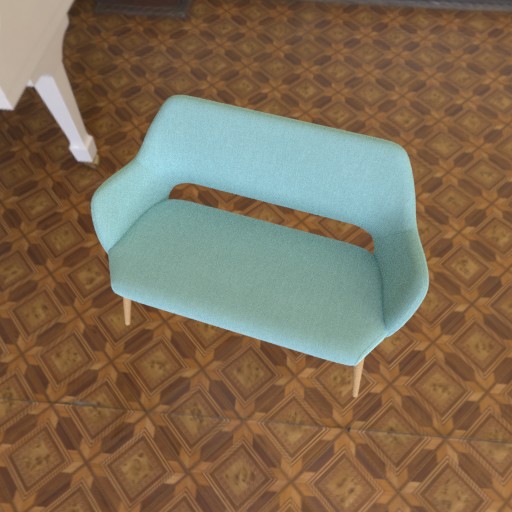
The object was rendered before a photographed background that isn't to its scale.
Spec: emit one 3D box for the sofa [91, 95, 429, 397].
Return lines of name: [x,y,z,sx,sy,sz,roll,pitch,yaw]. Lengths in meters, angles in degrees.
sofa: [0.000,0.000,1.657,1.150,0.840,0.610,15,61,9]
